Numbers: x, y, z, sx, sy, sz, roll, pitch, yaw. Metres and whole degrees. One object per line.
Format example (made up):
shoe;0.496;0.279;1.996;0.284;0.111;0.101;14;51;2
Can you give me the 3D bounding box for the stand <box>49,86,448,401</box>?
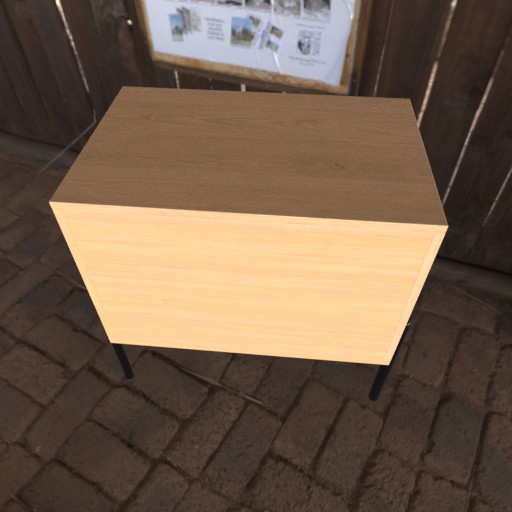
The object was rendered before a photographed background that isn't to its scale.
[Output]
stand;0.000;0.000;0.997;0.630;0.600;0.400;4;47;4
